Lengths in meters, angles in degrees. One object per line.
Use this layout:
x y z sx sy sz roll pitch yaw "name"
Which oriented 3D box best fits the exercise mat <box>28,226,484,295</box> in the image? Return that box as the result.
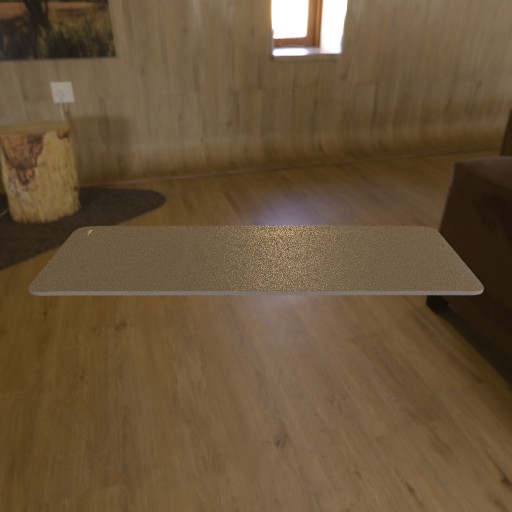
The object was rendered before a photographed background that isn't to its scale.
0.000 0.000 2.061 1.884 0.021 0.616 0 29 0 "exercise mat"
